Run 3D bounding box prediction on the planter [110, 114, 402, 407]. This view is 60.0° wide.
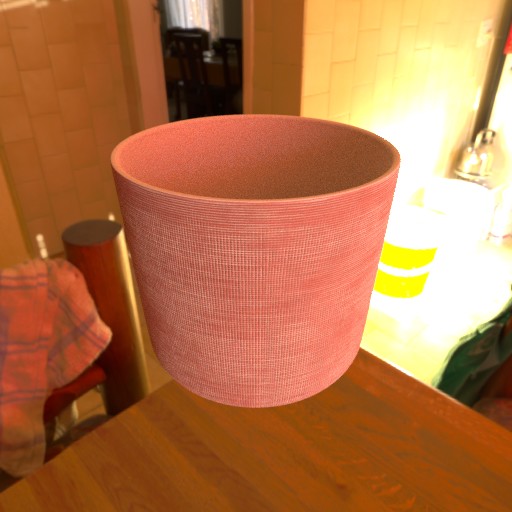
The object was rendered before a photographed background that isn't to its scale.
[{"bbox_3d":[0.000,0.000,0.794,0.440,0.398,0.440,0,30,0],"label":"planter"}]
